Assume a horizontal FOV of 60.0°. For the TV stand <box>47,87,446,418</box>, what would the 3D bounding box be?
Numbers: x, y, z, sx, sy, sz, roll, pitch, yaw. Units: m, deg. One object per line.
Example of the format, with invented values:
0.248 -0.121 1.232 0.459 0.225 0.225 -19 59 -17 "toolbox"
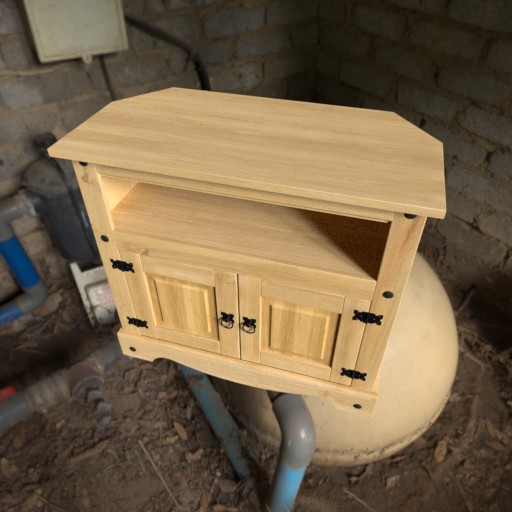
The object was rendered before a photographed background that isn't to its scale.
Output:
0.000 0.000 1.312 0.851 0.781 0.425 11 42 12 "TV stand"
